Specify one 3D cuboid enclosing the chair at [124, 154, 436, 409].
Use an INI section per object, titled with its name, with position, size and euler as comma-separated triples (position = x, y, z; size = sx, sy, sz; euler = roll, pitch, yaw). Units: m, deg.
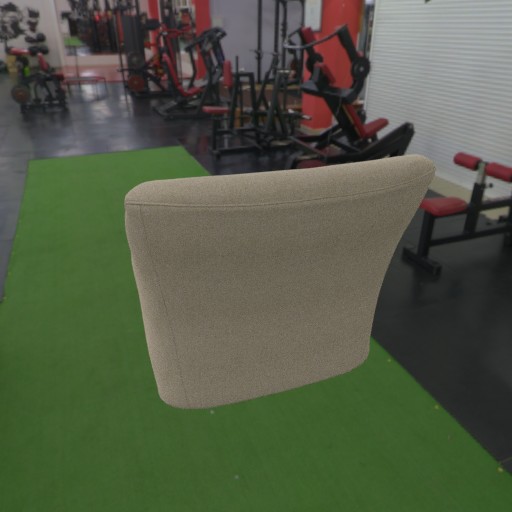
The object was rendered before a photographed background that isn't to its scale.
[chair]
position = 0.000, 0.000, 1.569
size = 0.864, 0.856, 0.923
euler = -9, 29, -17
